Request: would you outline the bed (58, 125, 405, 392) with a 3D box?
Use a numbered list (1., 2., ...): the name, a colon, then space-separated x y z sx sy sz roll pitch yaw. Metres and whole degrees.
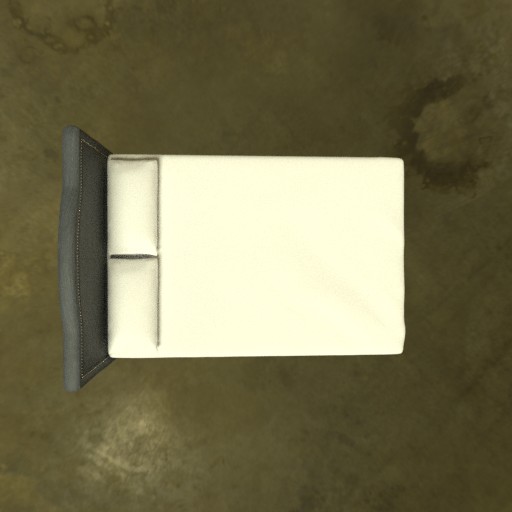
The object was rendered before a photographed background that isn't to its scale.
1. bed: 0.000 0.000 3.479 2.507 1.441 1.747 0 91 -3
